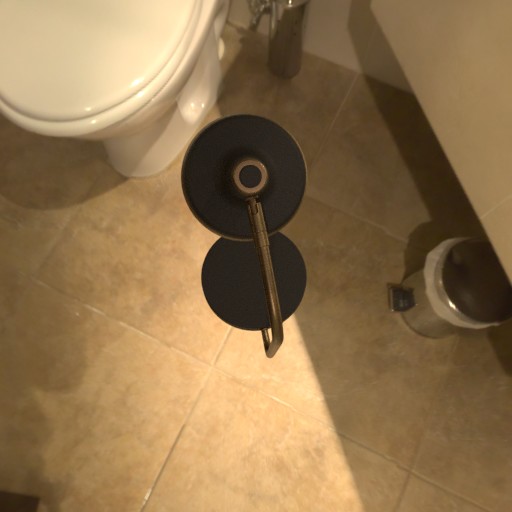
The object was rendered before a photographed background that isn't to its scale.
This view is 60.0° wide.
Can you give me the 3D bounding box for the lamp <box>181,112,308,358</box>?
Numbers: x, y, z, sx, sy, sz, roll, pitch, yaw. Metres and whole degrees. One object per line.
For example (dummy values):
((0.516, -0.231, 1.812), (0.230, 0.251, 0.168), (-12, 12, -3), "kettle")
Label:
((0.000, 0.000, 0.500), (0.162, 0.385, 0.218), (-11, 75, -3), "lamp")
